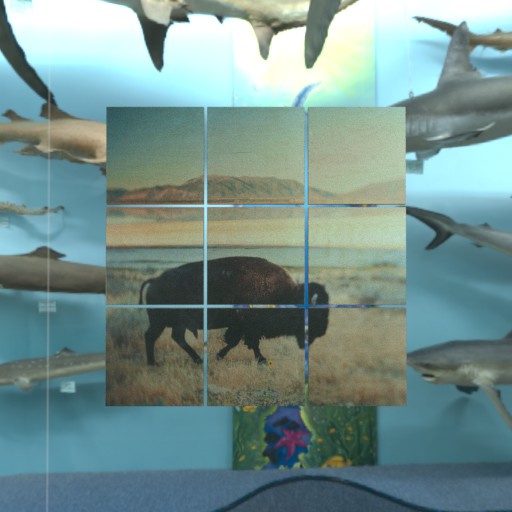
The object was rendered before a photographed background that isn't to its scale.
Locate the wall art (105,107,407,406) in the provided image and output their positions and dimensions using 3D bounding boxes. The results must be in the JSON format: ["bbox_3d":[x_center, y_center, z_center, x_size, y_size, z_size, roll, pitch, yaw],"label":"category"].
[{"bbox_3d":[0.000,0.000,1.347,0.906,0.904,0.018,0,-1,0],"label":"wall art"}]
